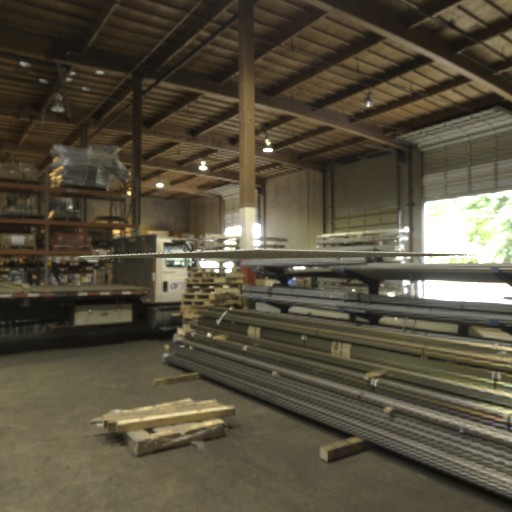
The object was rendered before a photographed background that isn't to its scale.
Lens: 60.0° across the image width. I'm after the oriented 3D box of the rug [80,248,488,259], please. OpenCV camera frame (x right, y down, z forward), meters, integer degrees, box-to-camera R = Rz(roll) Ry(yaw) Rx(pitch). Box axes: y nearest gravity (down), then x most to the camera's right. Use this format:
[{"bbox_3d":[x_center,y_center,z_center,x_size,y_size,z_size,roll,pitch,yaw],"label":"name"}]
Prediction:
[{"bbox_3d":[0.000,0.000,2.005,1.146,0.006,1.556,1,-1,-36],"label":"rug"}]
